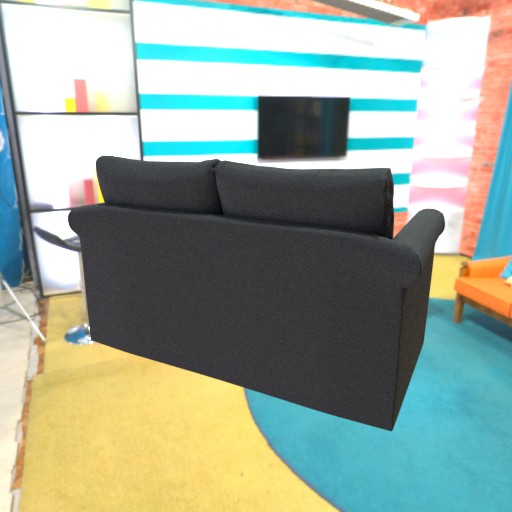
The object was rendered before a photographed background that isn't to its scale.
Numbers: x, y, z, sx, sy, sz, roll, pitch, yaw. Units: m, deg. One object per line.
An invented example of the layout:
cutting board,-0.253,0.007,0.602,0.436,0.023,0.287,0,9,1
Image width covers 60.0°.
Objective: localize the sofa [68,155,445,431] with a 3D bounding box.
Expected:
sofa,0.000,0.000,1.952,1.460,0.872,0.741,9,19,27
